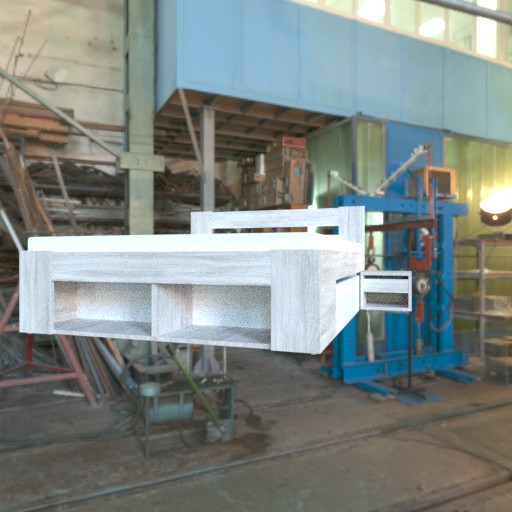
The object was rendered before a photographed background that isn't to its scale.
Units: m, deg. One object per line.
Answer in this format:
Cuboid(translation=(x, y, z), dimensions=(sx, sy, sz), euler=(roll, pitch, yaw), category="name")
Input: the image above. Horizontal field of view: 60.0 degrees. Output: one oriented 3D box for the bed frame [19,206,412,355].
Cuboid(translation=(0.000, 0.000, 3.068), dimensions=(2.040, 0.860, 2.050), euler=(0, 0, 19), category="bed frame")
